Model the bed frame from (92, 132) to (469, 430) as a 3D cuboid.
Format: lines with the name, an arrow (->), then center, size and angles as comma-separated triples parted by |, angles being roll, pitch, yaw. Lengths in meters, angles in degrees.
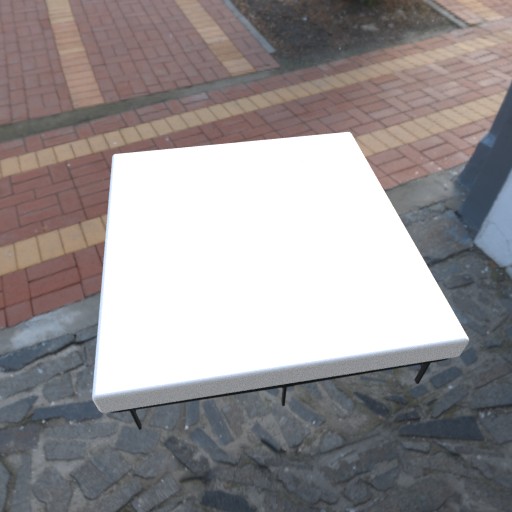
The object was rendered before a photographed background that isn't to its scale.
bed frame -> 0.000, 0.000, 3.065 | 1.935, 0.525, 2.033 | -7, 48, -6
